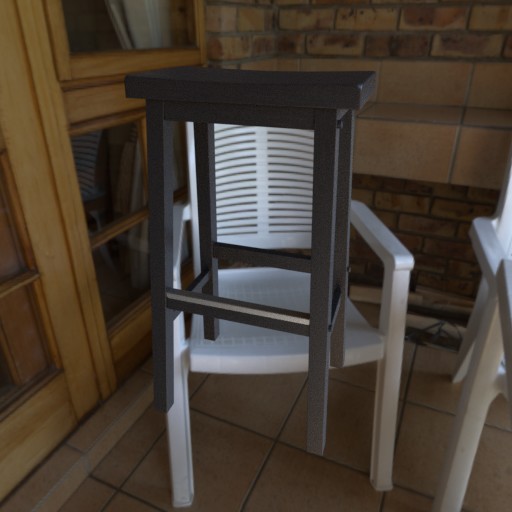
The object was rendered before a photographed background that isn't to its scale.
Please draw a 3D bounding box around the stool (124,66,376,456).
[{"bbox_3d":[0.000,0.000,0.969,0.406,0.742,0.322,9,29,16],"label":"stool"}]
